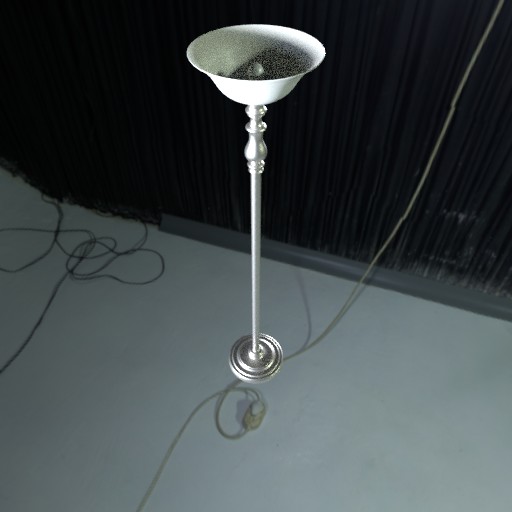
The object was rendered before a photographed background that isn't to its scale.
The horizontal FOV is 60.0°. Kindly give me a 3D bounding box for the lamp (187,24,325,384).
[{"bbox_3d":[0.000,0.000,1.951,0.405,1.771,0.405,10,47,10],"label":"lamp"}]
